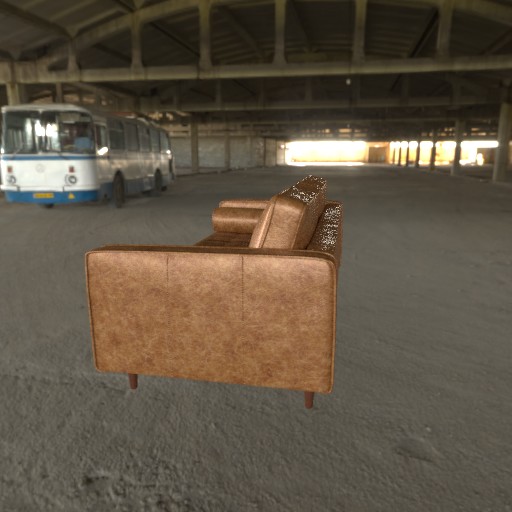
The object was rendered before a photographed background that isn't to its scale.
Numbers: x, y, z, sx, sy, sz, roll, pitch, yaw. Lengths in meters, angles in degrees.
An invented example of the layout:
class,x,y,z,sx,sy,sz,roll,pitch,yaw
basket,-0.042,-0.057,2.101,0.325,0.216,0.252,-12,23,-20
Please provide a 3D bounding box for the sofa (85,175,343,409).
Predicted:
class,x,y,z,sx,sy,sz,roll,pitch,yaw
sofa,0.000,0.000,2.458,0.924,0.825,1.920,3,13,11
